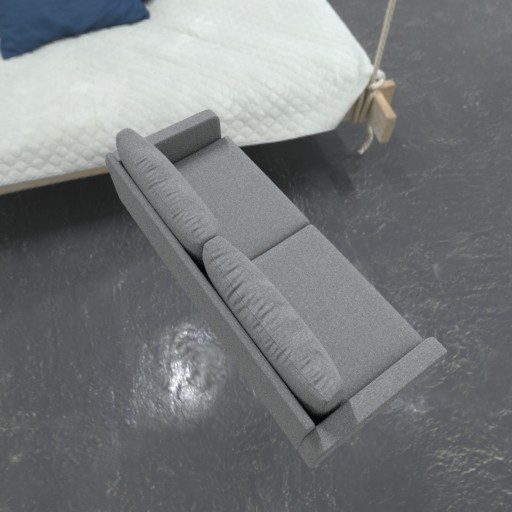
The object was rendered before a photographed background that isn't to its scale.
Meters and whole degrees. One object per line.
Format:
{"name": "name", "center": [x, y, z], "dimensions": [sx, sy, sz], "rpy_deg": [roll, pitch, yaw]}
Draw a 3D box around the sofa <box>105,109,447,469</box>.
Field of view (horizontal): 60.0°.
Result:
{"name": "sofa", "center": [0.000, 0.000, 2.690], "dimensions": [0.880, 0.880, 2.200], "rpy_deg": [-31, 63, -18]}
